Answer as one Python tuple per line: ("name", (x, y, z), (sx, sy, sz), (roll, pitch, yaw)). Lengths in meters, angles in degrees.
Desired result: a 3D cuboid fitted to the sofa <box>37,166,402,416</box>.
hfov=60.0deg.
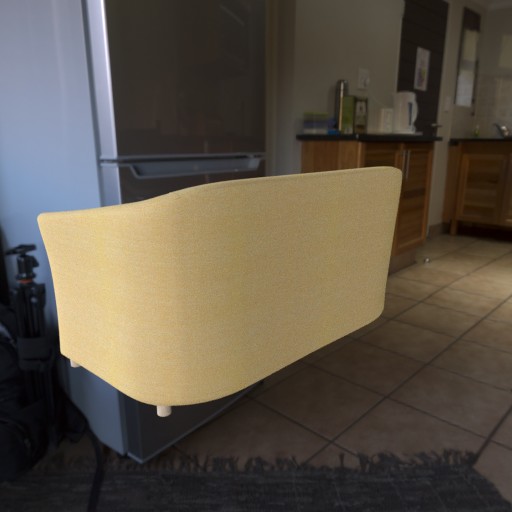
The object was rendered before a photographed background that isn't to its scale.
("sofa", (0.000, 0.000, 1.836), (1.452, 0.721, 0.705), (-14, 21, -42))
